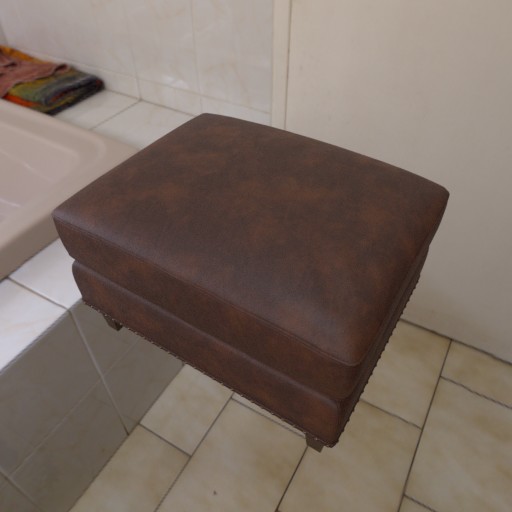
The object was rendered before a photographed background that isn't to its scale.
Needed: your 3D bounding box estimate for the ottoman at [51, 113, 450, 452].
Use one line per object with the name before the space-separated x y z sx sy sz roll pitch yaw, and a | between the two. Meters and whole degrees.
ottoman | 0.000 0.000 1.127 0.742 0.486 0.586 24 49 23
